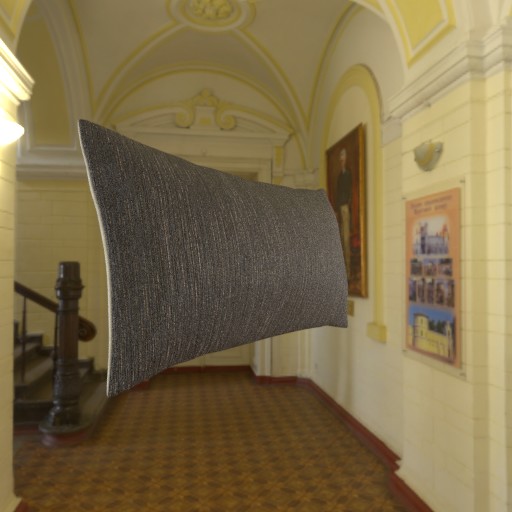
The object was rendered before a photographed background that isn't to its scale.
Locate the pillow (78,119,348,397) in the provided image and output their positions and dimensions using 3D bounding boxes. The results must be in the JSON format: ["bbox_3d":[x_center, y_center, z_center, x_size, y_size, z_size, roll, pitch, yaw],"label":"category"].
[{"bbox_3d":[0.000,0.000,0.729,0.156,0.305,0.608,0,-1,36],"label":"pillow"}]
